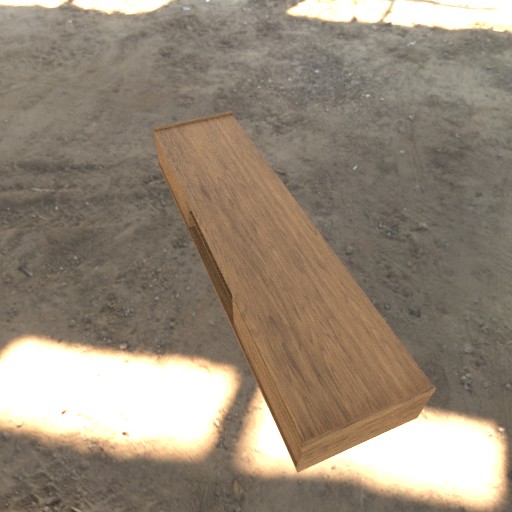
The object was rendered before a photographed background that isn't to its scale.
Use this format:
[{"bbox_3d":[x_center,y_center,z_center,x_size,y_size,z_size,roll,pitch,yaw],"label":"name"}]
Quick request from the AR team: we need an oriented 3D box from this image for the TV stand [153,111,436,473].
[{"bbox_3d":[0.000,0.000,2.010,0.467,0.415,1.796,-17,49,-15],"label":"TV stand"}]
